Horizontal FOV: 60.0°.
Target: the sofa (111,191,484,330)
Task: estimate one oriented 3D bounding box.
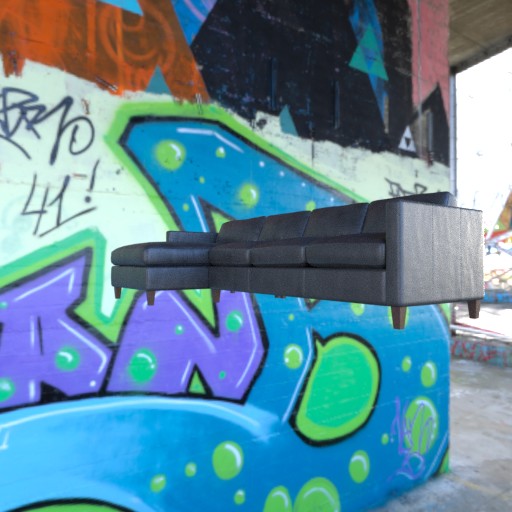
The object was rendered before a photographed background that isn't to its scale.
[{"bbox_3d":[0.000,0.000,3.883,1.581,0.883,3.203,1,-1,-36],"label":"sofa"}]
